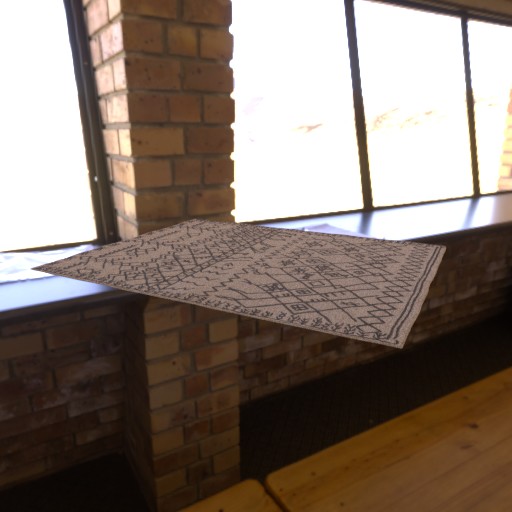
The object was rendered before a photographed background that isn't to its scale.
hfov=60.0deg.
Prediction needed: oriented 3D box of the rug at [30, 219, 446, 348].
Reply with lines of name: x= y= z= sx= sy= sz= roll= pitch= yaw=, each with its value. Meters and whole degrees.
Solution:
rug: x=0.000 y=0.000 z=3.279 sx=2.455 sy=0.025 sz=1.964 roll=8 pitch=18 yaw=26
